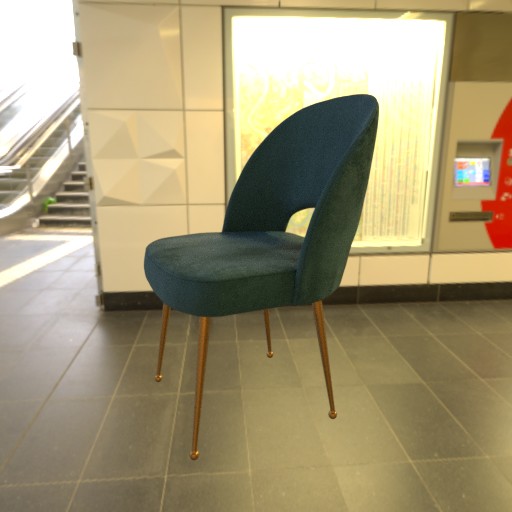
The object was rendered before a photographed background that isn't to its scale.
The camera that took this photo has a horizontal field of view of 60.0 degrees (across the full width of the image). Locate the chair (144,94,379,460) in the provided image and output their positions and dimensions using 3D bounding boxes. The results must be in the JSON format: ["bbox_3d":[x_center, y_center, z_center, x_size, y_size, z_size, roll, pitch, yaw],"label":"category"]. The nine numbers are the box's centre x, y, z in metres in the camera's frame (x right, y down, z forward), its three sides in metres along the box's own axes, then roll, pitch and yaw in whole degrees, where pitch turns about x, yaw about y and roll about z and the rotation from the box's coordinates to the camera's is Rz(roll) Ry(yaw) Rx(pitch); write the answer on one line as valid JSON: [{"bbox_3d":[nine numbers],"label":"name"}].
[{"bbox_3d":[0.000,0.000,1.222,0.577,0.860,0.527,-6,16,-24],"label":"chair"}]
